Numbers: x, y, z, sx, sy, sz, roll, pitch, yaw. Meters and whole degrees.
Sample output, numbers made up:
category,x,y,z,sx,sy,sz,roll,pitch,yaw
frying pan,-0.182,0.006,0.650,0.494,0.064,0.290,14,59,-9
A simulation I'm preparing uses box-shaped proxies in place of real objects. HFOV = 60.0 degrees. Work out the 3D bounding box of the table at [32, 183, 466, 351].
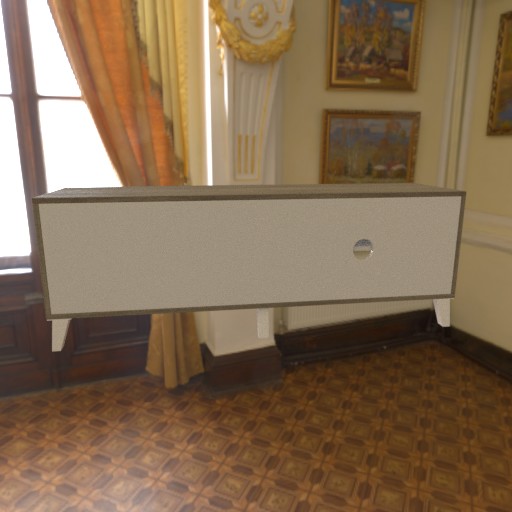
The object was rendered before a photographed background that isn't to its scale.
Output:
category,x,y,z,sx,sy,sz,roll,pitch,yaw
table,0.000,0.000,1.770,1.500,0.530,0.400,-2,14,-8
